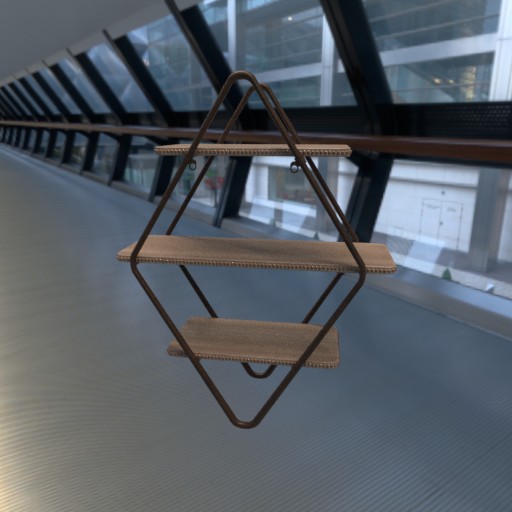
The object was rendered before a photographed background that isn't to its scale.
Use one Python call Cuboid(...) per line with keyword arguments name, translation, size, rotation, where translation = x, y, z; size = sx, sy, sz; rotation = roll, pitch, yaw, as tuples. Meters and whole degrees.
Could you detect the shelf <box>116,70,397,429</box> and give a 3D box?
Cuboid(name="shelf", translation=(0.000, 0.000, 1.027), size=(0.609, 0.774, 0.234), rotation=(2, 16, 9))
